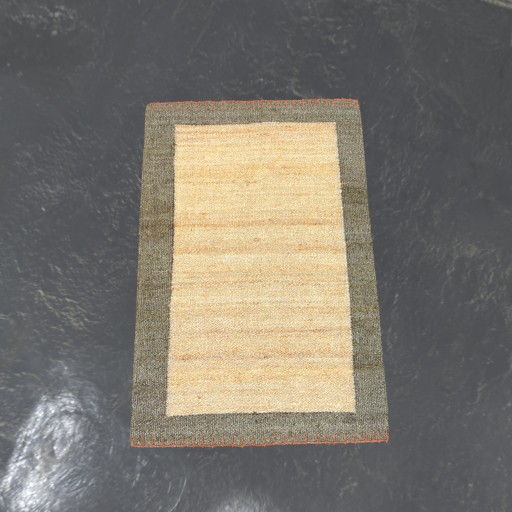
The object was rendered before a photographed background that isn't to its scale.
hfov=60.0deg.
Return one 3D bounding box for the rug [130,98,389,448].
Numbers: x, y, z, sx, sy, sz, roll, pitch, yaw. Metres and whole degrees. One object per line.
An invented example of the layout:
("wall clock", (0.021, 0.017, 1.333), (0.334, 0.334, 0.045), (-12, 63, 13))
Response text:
("rug", (0.000, 0.000, 2.292), (1.220, 0.019, 1.838), (-1, 75, 0))
